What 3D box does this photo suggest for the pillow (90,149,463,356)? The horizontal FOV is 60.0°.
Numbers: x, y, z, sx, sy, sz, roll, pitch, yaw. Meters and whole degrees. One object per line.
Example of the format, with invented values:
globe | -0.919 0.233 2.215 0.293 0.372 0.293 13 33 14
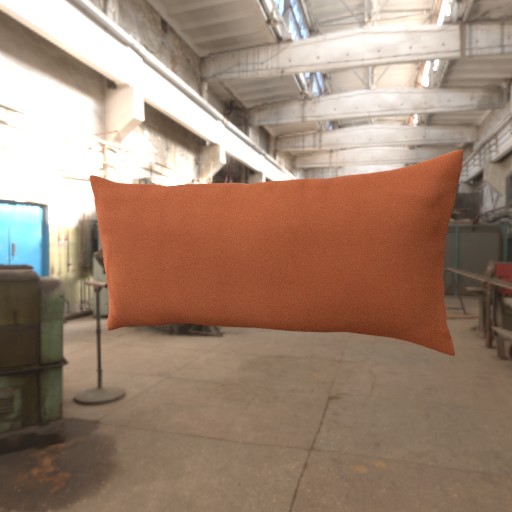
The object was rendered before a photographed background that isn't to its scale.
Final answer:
pillow | 0.000 0.000 0.724 0.608 0.292 0.156 0 1 18
